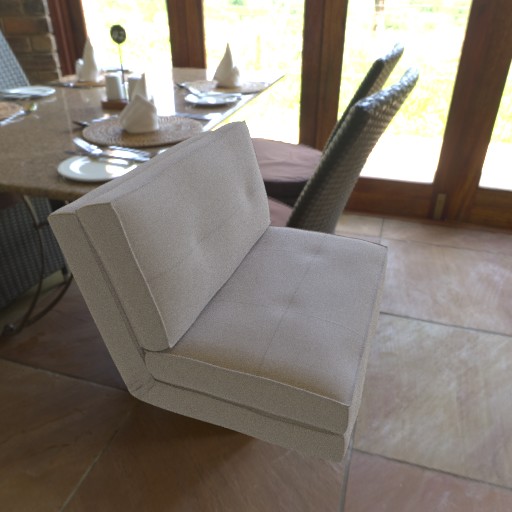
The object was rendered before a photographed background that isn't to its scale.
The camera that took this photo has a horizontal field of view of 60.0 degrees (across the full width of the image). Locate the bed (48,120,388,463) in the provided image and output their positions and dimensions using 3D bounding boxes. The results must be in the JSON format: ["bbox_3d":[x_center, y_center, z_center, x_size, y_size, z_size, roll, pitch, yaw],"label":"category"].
[{"bbox_3d":[0.000,0.000,1.329,0.749,0.614,0.799,11,32,18],"label":"bed"}]
